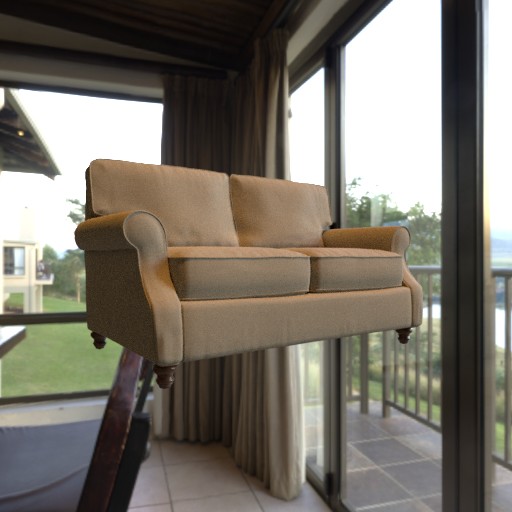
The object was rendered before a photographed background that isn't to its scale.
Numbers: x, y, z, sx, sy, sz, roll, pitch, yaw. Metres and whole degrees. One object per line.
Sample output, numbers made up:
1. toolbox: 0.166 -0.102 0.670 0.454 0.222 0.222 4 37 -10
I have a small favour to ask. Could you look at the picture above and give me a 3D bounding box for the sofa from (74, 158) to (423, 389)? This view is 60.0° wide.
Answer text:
1. sofa: 0.000 0.000 2.295 1.665 0.937 0.964 0 0 -35
